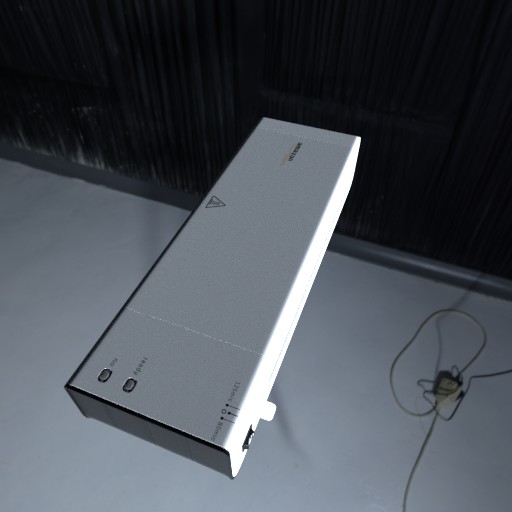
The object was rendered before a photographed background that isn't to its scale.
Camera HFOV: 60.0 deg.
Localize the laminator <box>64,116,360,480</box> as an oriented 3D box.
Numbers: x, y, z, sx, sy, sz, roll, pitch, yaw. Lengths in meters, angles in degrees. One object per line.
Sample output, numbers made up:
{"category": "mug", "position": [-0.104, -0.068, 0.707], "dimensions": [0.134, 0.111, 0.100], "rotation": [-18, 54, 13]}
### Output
{"category": "laminator", "position": [0.000, 0.000, 0.386], "dimensions": [0.123, 0.062, 0.340], "rotation": [16, 49, 14]}
